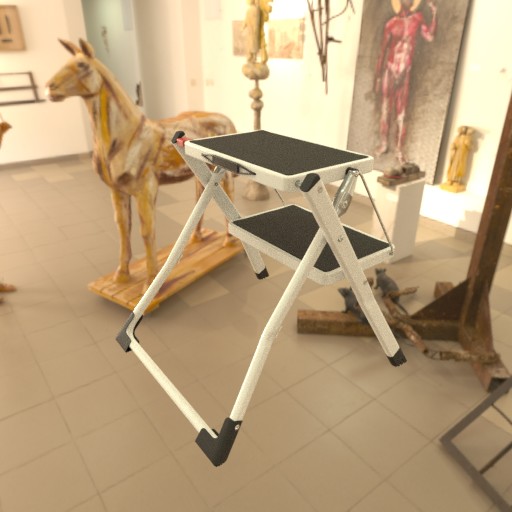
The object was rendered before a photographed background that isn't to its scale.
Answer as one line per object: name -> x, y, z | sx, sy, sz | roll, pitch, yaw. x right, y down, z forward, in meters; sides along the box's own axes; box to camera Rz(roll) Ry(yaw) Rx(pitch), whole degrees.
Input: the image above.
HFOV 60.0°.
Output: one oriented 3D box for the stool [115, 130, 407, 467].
stool -> 0.000, 0.000, 0.896 | 0.490, 0.445, 0.485 | -19, 32, -33
